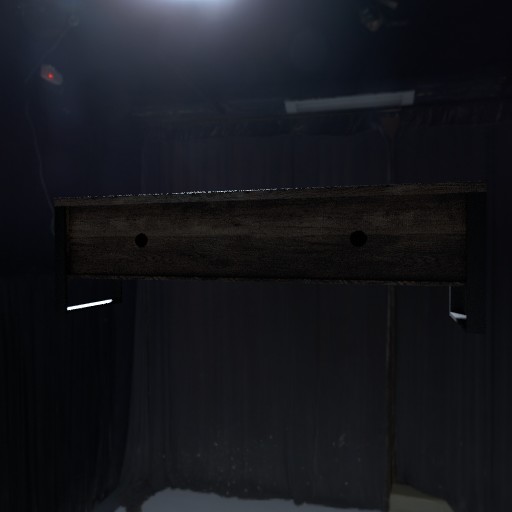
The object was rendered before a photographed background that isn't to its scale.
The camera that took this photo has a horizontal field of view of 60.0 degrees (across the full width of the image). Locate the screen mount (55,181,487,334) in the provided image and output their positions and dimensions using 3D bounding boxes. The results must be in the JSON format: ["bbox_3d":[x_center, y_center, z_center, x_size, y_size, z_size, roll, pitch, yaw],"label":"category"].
[{"bbox_3d":[0.000,0.000,1.705,1.524,0.450,0.395,0,1,17],"label":"screen mount"}]
